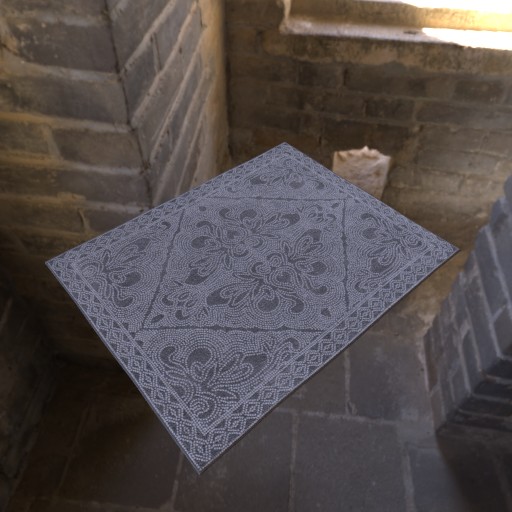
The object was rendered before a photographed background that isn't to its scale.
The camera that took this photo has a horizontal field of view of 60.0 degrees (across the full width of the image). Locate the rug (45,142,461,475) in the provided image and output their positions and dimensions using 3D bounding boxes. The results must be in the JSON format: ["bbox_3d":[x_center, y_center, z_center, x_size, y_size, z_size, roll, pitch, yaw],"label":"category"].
[{"bbox_3d":[0.000,0.000,4.117,3.048,0.012,2.438,-32,55,-26],"label":"rug"}]
